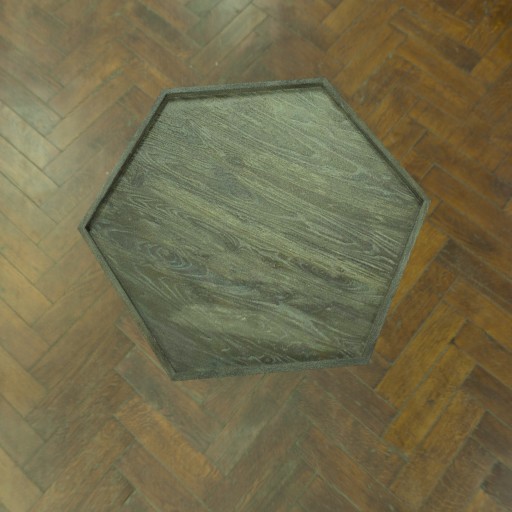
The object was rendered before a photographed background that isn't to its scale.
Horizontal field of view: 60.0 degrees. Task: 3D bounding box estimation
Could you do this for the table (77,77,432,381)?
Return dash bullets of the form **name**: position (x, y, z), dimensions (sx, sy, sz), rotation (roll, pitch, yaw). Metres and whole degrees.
- **table**: position (0.000, 0.000, 1.132), dimensions (0.592, 0.586, 0.683), rotation (-34, 77, -9)
